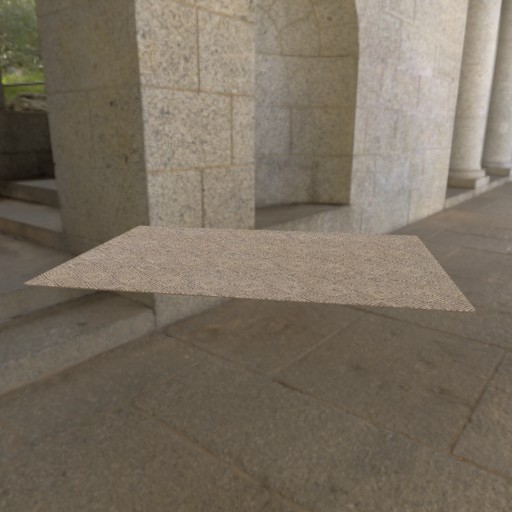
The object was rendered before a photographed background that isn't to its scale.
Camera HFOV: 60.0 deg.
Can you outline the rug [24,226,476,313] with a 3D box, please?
[{"bbox_3d":[0.000,0.000,2.273,1.783,0.008,1.175,3,16,9],"label":"rug"}]
